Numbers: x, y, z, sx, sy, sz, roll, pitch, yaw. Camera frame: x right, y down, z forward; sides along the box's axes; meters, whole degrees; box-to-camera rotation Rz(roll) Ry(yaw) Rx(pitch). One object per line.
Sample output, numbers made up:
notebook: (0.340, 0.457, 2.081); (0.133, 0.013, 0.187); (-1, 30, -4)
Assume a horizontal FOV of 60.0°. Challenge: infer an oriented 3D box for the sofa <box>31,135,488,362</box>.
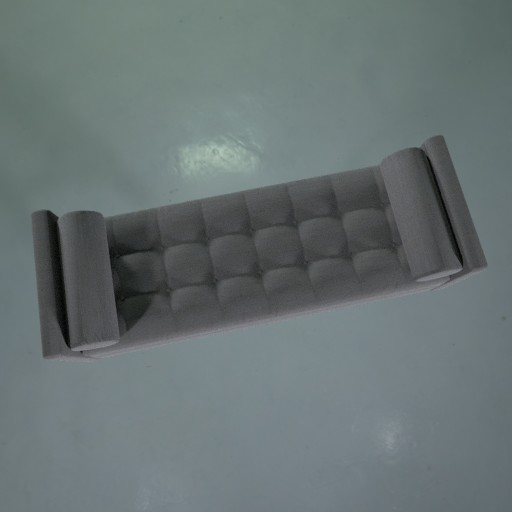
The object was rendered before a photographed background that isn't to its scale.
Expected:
sofa: (0.000, 0.000, 2.288); (1.981, 0.635, 0.686); (-11, 76, -3)
